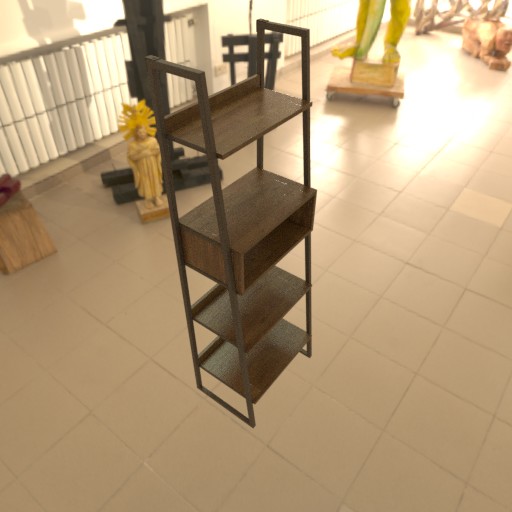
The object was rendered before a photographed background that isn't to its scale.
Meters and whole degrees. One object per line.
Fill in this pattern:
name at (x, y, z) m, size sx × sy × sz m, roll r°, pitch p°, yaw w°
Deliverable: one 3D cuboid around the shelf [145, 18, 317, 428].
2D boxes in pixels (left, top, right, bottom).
shelf at (0.000, 0.000, 2.248) m, size 0.454 × 2.005 × 0.652 m, roll 26°, pitch 48°, yaw 27°
